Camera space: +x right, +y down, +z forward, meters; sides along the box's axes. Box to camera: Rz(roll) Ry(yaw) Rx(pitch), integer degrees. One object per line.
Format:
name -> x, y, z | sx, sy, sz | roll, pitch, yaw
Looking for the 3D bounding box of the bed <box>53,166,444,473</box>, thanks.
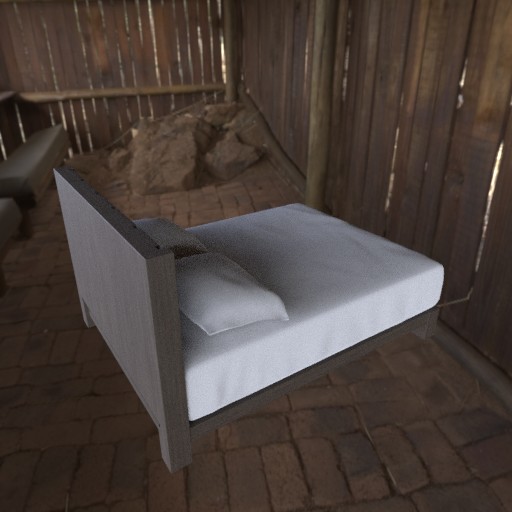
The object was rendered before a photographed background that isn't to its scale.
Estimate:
bed -> 0.000, 0.000, 3.283 | 2.242, 1.270, 1.727 | -16, 30, -30
